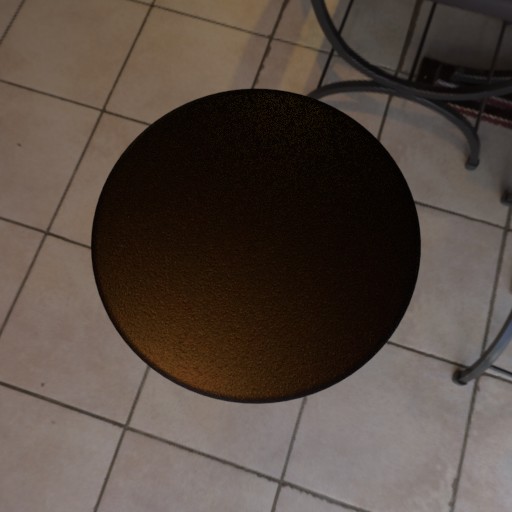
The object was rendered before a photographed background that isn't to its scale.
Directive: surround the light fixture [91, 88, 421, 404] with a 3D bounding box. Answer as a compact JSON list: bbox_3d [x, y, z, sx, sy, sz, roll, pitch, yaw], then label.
[{"bbox_3d":[0.000,0.000,0.633,0.389,0.229,0.389,0,75,0],"label":"light fixture"}]
